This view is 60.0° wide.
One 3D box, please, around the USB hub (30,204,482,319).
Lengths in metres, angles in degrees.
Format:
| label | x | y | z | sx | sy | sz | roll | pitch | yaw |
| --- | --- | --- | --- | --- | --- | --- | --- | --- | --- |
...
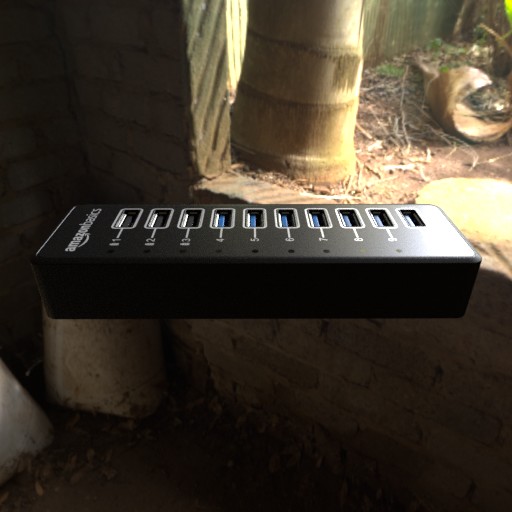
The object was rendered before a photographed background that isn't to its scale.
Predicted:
| label | x | y | z | sx | sy | sz | roll | pitch | yaw |
| --- | --- | --- | --- | --- | --- | --- | --- | --- | --- |
| USB hub | 0.000 | 0.000 | 0.163 | 0.145 | 0.023 | 0.044 | 0 | 32 | 0 |
